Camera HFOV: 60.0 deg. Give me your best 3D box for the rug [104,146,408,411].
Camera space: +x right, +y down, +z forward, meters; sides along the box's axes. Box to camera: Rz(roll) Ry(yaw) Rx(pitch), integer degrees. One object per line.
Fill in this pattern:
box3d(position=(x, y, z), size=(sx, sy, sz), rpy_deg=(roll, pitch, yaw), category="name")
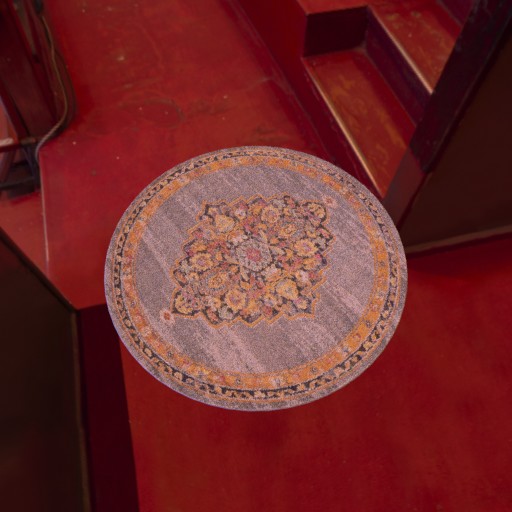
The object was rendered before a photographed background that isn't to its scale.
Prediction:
box3d(position=(0.000, 0.000, 3.534), size=(2.382, 0.014, 2.382), rpy_deg=(0, 59, 0), category="rug")
